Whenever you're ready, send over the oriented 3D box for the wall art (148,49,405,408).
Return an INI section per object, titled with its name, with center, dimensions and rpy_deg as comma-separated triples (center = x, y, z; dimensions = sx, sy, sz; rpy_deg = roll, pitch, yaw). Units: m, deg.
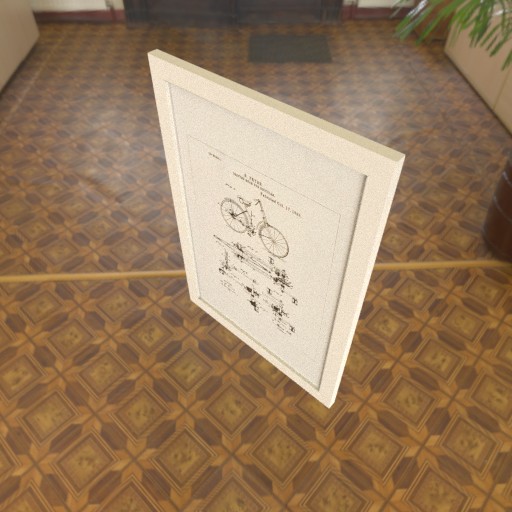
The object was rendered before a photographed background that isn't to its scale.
[wall art]
center = 0.000, 0.000, 0.625
dimensions = 0.332, 0.477, 0.015
rpy_deg = 33, 55, 27
